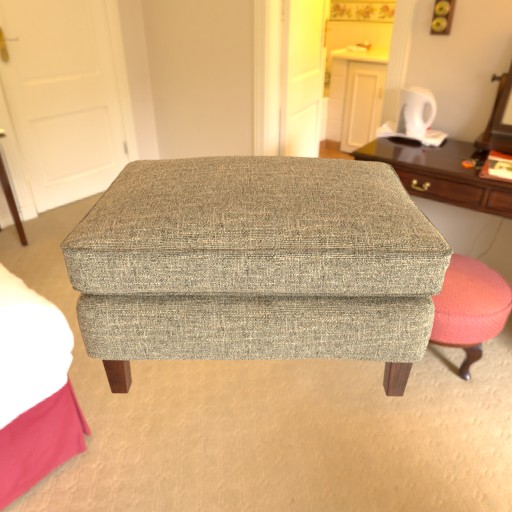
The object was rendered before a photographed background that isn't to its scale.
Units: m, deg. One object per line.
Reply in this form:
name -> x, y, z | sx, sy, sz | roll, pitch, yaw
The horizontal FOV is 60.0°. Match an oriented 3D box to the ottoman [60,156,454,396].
ottoman -> 0.000, 0.000, 1.009 | 0.686, 0.406, 0.508 | 0, 30, 1
